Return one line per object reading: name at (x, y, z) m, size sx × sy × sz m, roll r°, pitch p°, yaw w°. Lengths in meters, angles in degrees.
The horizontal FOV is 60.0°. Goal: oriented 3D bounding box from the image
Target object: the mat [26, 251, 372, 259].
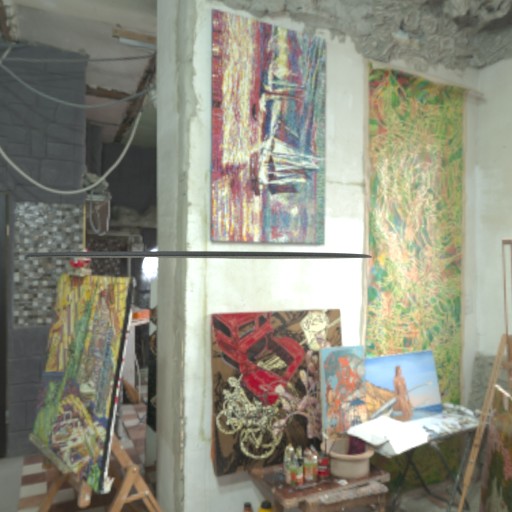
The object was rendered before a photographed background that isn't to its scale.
mat at (0.000, 0.000, 1.891) m, size 0.917 × 0.016 × 1.525 m, roll -1°, pitch -1°, yaw 35°
